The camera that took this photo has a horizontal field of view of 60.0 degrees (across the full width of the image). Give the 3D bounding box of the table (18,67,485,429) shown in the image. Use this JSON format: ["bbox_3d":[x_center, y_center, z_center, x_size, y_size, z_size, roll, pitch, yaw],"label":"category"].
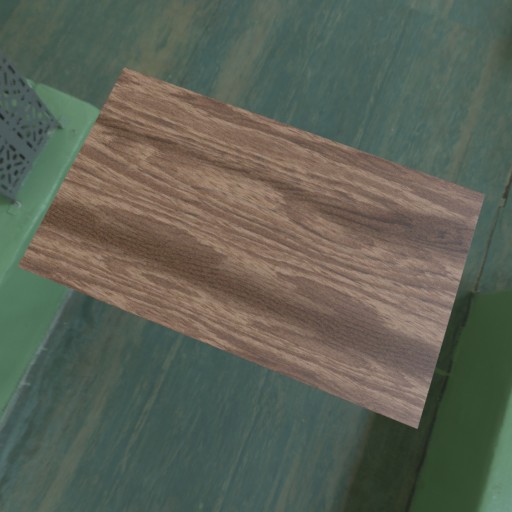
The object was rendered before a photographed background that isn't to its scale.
[{"bbox_3d":[0.000,0.000,1.819,1.349,0.724,0.801,21,77,5],"label":"table"}]
